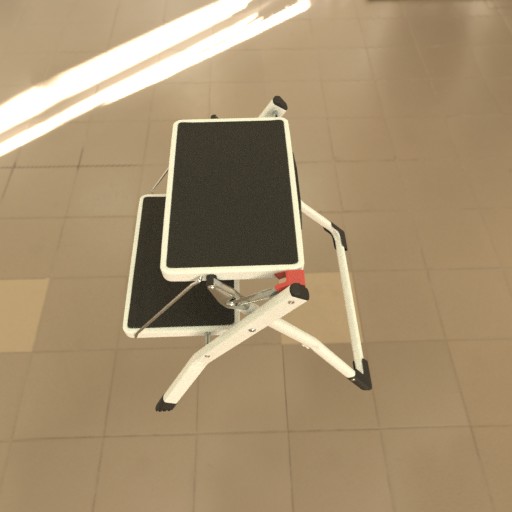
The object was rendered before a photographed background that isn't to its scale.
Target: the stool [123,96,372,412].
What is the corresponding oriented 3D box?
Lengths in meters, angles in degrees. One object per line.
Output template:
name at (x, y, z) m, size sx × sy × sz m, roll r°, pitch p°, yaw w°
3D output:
stool at (0.000, 0.000, 0.886) m, size 0.490 × 0.445 × 0.485 m, roll -2°, pitch 57°, yaw -1°
